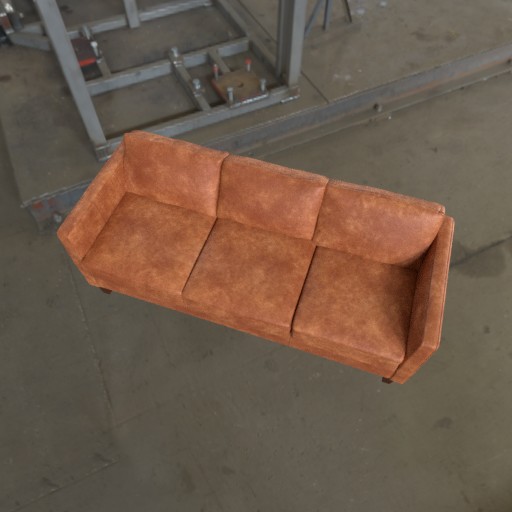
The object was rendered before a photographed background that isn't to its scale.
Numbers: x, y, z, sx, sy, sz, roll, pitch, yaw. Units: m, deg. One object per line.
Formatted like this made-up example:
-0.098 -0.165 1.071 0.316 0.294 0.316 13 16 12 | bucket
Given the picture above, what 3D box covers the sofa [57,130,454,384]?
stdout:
0.000 0.000 3.146 2.464 1.006 1.045 16 59 10 | sofa
